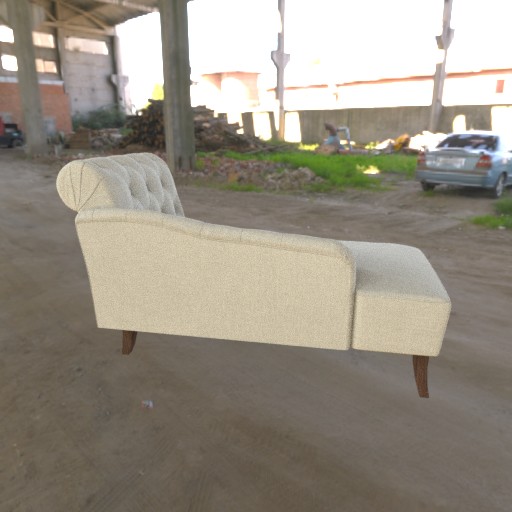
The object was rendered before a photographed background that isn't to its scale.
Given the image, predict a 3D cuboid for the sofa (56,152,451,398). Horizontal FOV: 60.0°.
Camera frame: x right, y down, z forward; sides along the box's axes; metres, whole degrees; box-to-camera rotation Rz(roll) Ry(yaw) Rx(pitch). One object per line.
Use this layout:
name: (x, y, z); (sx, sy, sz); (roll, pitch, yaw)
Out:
sofa: (0.000, 0.000, 1.806); (1.379, 0.787, 0.675); (3, 16, 11)
